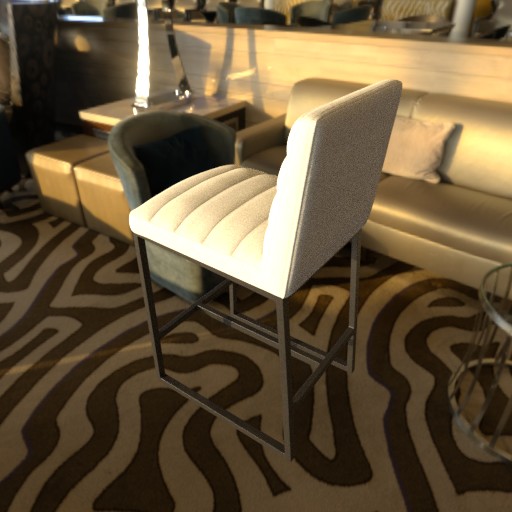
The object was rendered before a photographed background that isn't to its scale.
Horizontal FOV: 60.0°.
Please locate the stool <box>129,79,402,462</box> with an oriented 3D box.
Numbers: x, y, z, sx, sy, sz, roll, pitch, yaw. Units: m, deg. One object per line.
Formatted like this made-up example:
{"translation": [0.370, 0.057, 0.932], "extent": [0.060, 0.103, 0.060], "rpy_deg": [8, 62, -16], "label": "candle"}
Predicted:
{"translation": [0.000, 0.000, 1.290], "extent": [0.567, 0.971, 0.459], "rpy_deg": [20, 37, 29], "label": "stool"}
